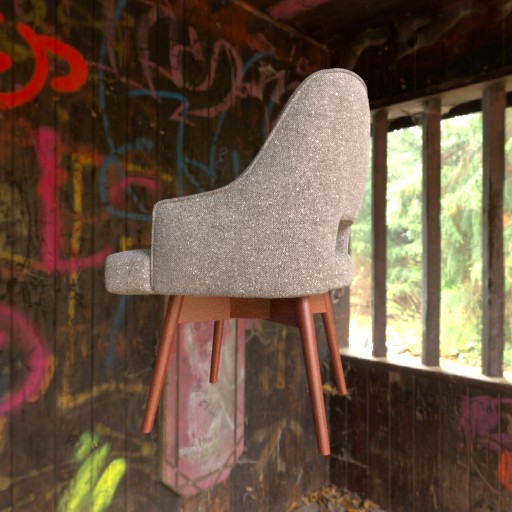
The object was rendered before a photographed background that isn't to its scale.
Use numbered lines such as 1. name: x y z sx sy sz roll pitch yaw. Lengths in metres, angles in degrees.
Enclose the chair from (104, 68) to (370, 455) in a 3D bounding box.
1. chair: 0.000 0.000 1.259 0.629 0.875 0.608 0 0 16
